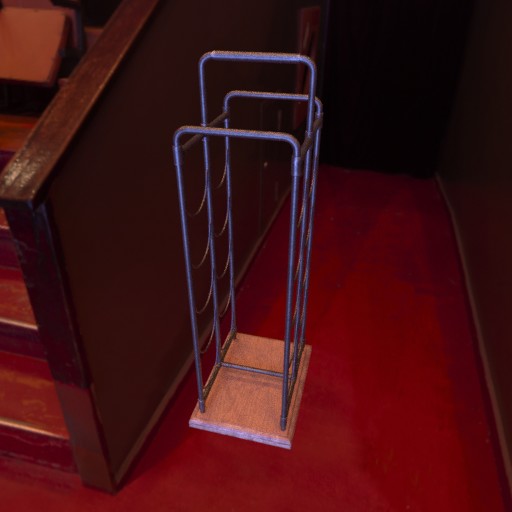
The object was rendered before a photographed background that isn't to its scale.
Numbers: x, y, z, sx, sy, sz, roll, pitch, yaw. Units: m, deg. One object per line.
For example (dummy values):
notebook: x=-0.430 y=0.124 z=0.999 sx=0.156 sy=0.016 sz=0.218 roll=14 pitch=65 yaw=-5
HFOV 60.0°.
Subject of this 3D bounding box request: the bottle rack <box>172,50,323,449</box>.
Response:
bottle rack: x=0.000 y=0.000 z=0.807 sx=0.208 sy=0.680 sz=0.276 roll=8 pitch=33 yaw=12
